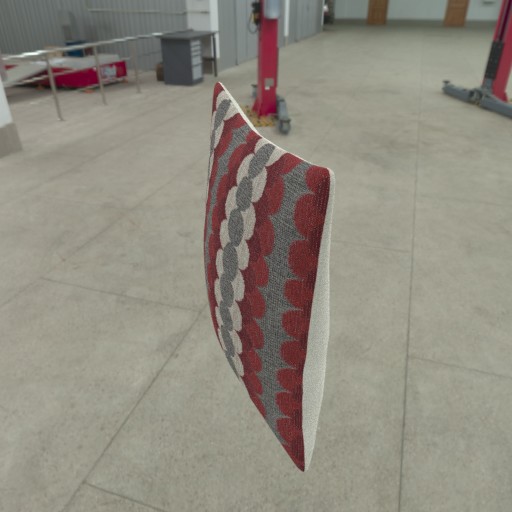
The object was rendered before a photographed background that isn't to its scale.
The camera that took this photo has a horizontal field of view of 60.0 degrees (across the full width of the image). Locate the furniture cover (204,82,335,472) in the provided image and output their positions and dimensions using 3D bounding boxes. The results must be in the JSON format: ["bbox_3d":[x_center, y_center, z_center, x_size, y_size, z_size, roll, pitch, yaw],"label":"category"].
[{"bbox_3d":[0.000,0.000,0.653,0.145,0.420,0.435,-9,32,-15],"label":"furniture cover"}]
